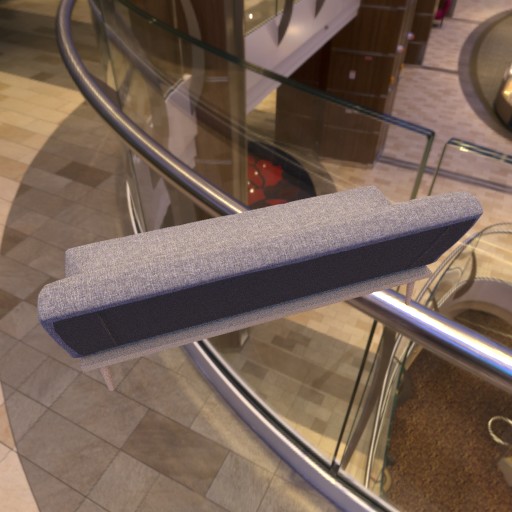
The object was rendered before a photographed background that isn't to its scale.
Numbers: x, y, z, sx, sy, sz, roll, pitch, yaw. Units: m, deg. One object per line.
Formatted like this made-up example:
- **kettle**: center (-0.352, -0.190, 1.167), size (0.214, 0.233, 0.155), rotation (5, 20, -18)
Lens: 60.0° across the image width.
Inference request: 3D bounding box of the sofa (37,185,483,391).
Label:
- **sofa**: center (0.000, 0.000, 2.177), size (1.820, 0.770, 0.820), rotation (-13, 45, -14)
